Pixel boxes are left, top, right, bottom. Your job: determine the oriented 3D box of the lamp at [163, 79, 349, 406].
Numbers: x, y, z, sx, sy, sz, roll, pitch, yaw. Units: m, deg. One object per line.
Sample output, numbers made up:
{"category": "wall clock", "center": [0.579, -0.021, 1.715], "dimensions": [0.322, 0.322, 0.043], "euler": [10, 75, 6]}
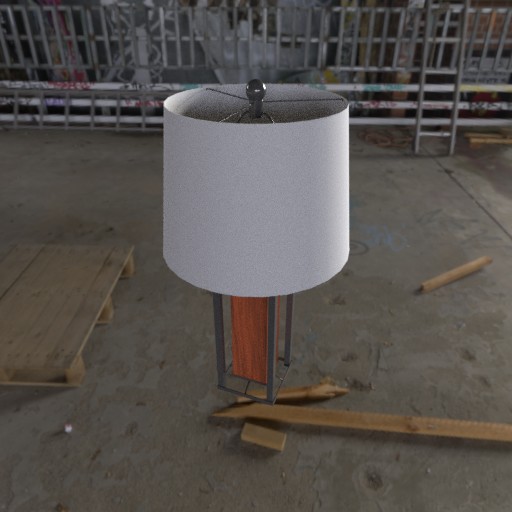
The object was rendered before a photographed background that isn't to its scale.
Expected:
{"category": "lamp", "center": [0.000, 0.000, 0.786], "dimensions": [0.320, 0.591, 0.320], "euler": [0, 31, 0]}
